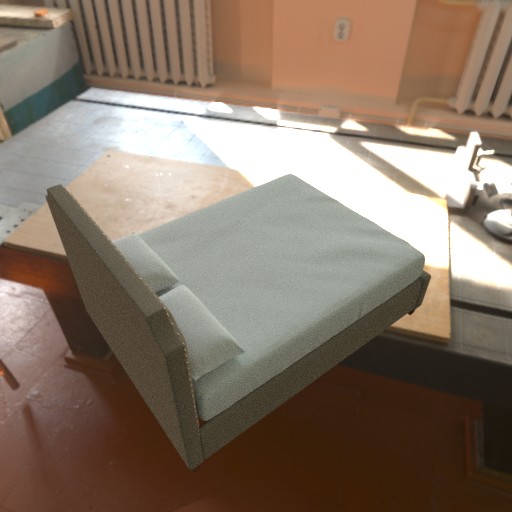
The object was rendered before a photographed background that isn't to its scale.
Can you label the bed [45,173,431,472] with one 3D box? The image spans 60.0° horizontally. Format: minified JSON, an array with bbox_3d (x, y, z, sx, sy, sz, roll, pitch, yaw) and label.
[{"bbox_3d":[0.000,0.000,3.421,2.329,1.415,1.703,-27,47,-28],"label":"bed"}]
